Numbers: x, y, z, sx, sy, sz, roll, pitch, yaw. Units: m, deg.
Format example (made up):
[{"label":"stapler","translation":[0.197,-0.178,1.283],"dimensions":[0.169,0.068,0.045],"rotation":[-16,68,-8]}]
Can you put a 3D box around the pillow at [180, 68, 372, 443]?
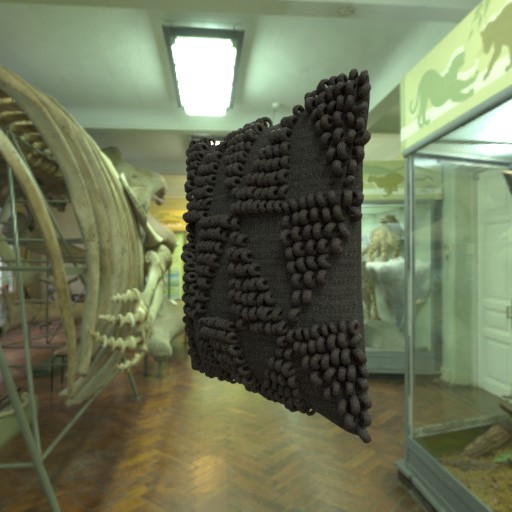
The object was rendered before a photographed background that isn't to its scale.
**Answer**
[{"label":"pillow","translation":[0.000,0.000,0.725],"dimensions":[0.172,0.467,0.470],"rotation":[0,-1,-36]}]
